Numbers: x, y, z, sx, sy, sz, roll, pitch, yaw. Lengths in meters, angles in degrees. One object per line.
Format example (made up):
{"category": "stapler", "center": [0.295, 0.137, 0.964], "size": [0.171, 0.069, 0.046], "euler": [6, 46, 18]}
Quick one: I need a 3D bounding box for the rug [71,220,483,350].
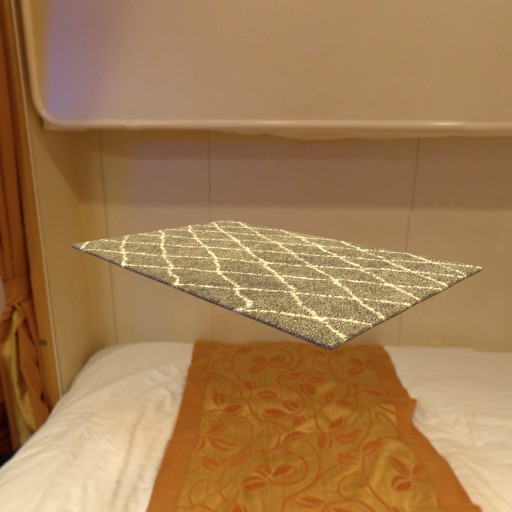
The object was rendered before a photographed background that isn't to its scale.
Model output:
{"category": "rug", "center": [0.000, 0.000, 3.453], "size": [1.778, 0.030, 2.743], "euler": [-14, 20, -43]}
